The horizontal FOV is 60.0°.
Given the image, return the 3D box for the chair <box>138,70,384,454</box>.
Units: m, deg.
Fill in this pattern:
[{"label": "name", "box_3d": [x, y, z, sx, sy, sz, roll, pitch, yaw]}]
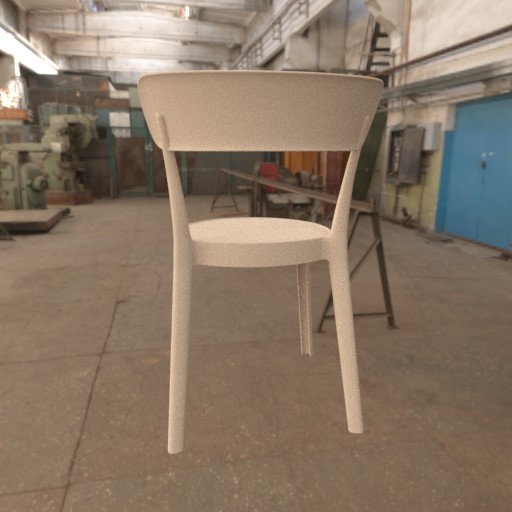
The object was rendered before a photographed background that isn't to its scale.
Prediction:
[{"label": "chair", "box_3d": [0.000, 0.000, 1.100, 0.506, 0.790, 0.491, -2, 14, -9]}]
